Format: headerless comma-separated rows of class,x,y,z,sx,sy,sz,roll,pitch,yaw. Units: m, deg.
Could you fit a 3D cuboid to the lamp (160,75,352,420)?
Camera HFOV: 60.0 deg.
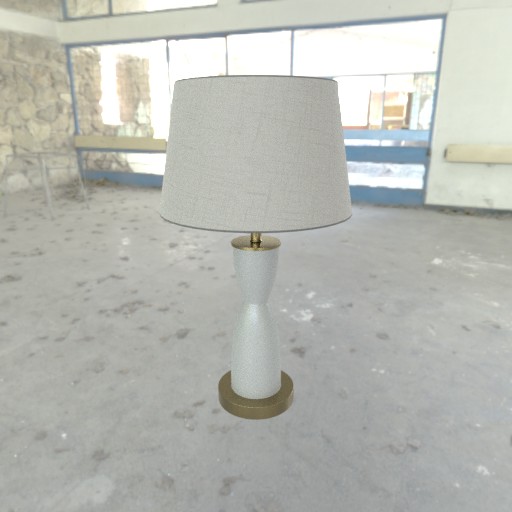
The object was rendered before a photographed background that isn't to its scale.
lamp,0.000,0.000,0.748,0.309,0.545,0.309,0,17,0
